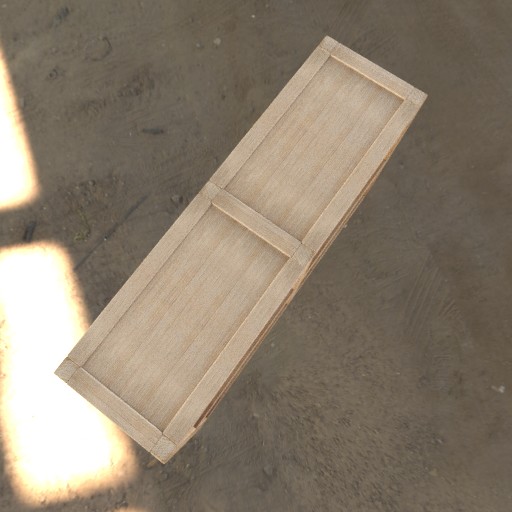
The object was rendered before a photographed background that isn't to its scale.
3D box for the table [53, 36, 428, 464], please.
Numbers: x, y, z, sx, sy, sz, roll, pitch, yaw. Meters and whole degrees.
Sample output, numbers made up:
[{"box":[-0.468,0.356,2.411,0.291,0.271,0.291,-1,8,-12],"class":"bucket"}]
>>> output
[{"box":[0.000,0.000,1.643,0.381,0.762,1.320,35,78,9],"class":"table"}]
